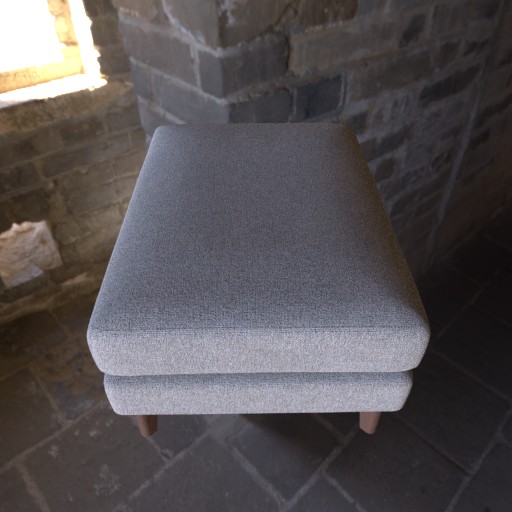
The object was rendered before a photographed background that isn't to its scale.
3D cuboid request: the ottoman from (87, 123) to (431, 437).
[{"bbox_3d":[0.000,0.000,1.170,0.611,0.441,0.821,-1,41,-1],"label":"ottoman"}]
